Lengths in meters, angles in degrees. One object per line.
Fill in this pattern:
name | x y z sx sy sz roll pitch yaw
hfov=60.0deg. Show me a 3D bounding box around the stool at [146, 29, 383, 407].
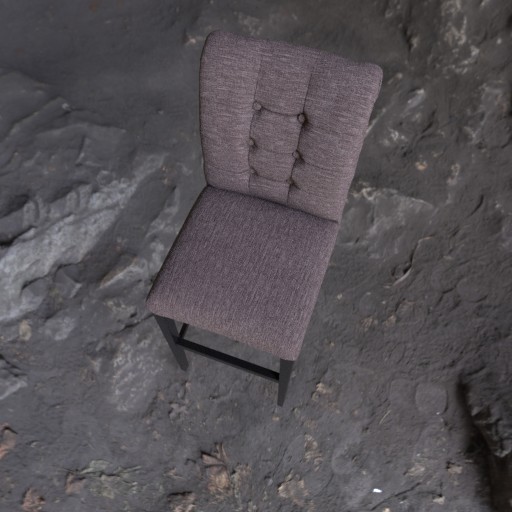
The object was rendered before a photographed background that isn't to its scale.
stool | 0.000 0.000 1.414 0.452 1.131 0.613 17 61 10
